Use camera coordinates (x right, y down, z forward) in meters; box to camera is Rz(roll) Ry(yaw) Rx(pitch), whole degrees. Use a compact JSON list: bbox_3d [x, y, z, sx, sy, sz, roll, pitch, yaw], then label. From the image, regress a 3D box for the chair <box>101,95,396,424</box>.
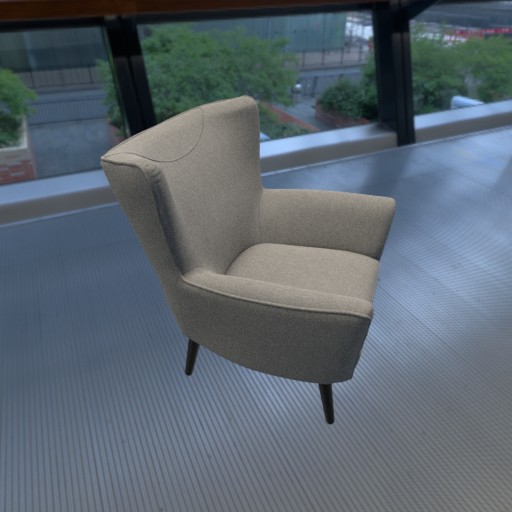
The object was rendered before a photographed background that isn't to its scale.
[{"bbox_3d":[0.000,0.000,1.602,0.888,0.933,0.781,11,34,17],"label":"chair"}]
